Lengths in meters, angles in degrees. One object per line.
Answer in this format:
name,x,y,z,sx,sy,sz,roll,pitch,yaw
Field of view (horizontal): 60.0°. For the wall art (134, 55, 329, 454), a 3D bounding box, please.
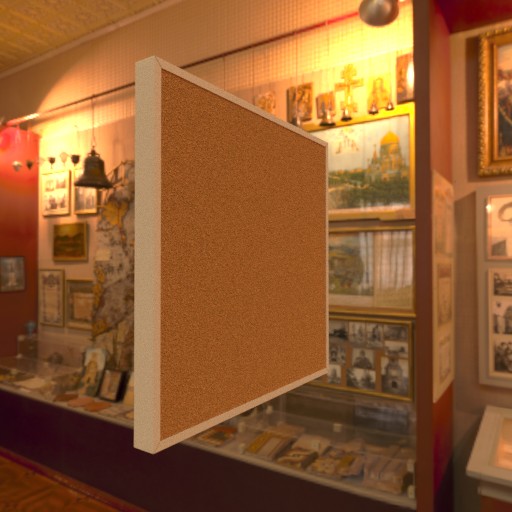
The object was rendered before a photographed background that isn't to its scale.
wall art,0.000,0.000,0.782,0.037,0.508,0.508,-1,-1,35
